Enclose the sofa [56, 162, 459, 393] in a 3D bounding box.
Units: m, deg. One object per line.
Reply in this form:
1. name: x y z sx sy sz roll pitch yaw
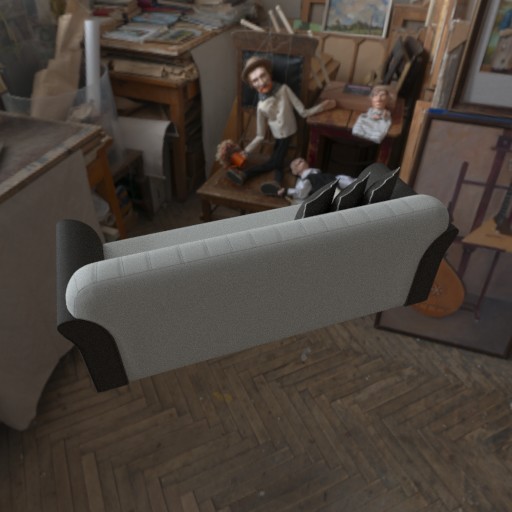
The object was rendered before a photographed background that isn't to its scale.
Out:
1. sofa: 0.000 0.000 2.469 2.001 0.787 0.755 -13 42 -14
